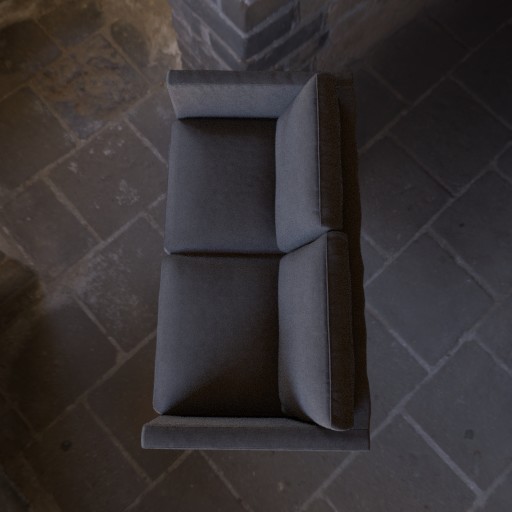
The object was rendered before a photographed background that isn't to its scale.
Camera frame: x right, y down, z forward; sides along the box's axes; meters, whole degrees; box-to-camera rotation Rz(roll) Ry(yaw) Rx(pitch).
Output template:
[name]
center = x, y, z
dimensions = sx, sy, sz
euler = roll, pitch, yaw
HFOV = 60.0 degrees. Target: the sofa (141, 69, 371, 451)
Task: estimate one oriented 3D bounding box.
[sofa]
center = 0.000, 0.000, 2.286
dimensions = 0.974, 0.854, 1.802
euler = 1, 76, 0
